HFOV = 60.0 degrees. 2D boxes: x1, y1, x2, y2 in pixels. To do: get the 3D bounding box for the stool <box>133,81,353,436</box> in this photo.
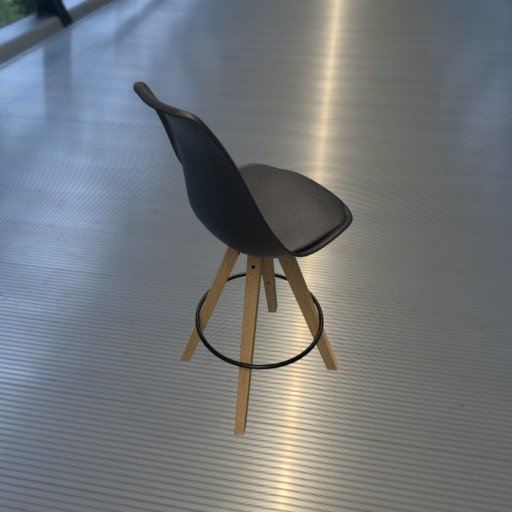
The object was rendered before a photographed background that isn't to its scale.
[{"bbox_3d":[0.000,0.000,1.387,0.550,1.115,0.485,-25,46,-27],"label":"stool"}]
